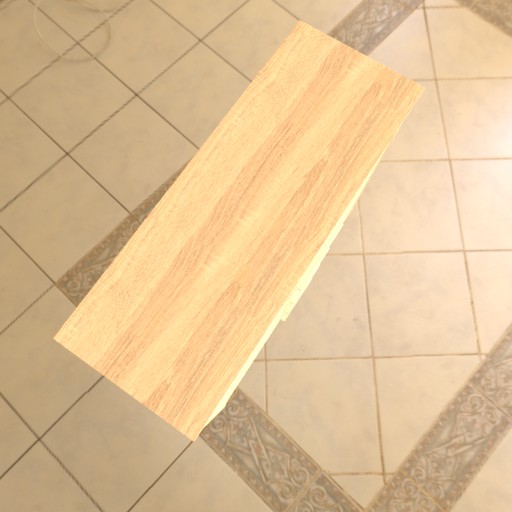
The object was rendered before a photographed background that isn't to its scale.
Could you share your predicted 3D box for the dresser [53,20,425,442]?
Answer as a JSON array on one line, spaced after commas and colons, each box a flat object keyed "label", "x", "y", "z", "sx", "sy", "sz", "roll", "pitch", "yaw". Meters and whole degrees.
[{"label": "dresser", "x": 0.000, "y": 0.000, "z": 1.451, "sx": 0.380, "sy": 0.900, "sz": 0.980, "roll": 33, "pitch": 77, "yaw": 8}]
